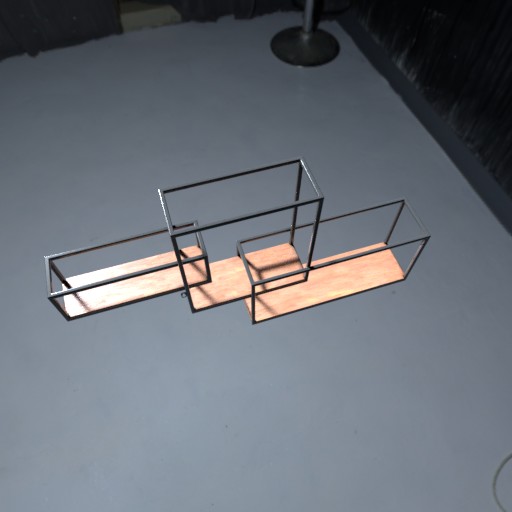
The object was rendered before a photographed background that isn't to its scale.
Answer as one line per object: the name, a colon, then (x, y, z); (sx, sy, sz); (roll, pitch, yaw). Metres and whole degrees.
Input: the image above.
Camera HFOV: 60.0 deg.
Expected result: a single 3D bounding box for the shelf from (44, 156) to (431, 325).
shelf: (0.000, 0.000, 2.155); (1.781, 0.972, 0.275); (-15, 59, -9)
